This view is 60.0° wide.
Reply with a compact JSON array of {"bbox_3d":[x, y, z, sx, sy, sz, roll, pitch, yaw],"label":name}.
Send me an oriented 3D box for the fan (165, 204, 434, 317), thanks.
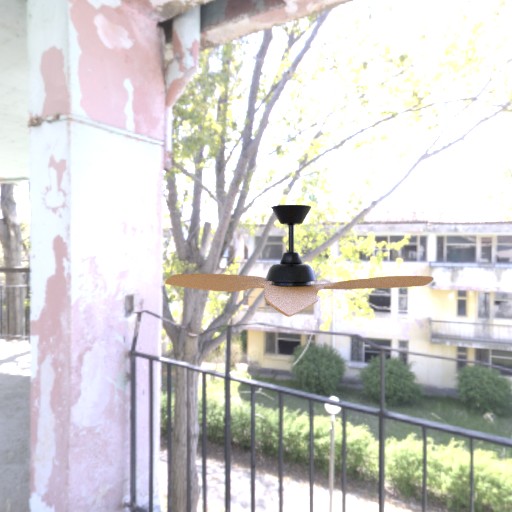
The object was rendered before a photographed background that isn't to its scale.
[{"bbox_3d":[0.000,0.000,1.678,1.010,0.355,1.142,0,1,36],"label":"fan"}]
